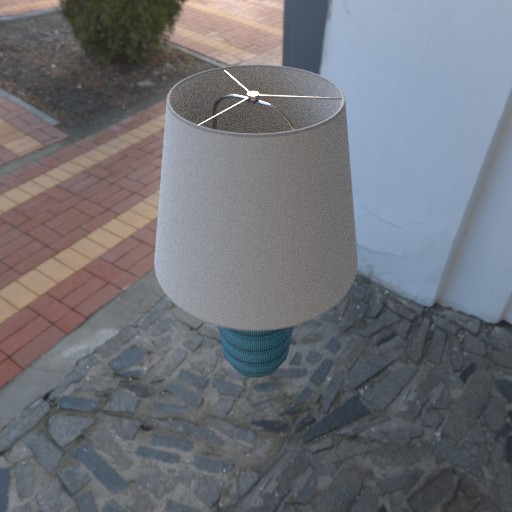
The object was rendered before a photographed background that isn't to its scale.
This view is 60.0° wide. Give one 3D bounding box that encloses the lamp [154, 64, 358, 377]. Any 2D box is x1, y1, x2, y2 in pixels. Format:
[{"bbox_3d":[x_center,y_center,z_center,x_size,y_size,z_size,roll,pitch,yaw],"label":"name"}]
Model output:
[{"bbox_3d":[0.000,0.000,0.790,0.355,0.582,0.355,0,41,0],"label":"lamp"}]
